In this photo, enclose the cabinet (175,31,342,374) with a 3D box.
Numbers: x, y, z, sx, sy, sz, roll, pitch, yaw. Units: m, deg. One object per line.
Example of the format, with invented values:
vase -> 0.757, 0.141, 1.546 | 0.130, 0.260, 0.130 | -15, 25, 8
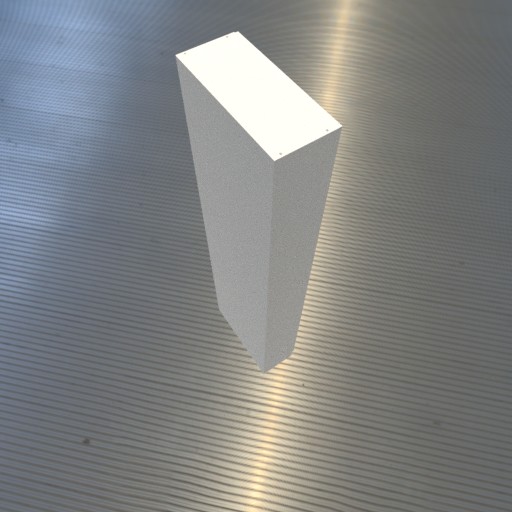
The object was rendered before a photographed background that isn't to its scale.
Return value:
cabinet -> 0.000, 0.000, 1.984 | 0.230, 1.790, 0.500 | -30, 63, -17
